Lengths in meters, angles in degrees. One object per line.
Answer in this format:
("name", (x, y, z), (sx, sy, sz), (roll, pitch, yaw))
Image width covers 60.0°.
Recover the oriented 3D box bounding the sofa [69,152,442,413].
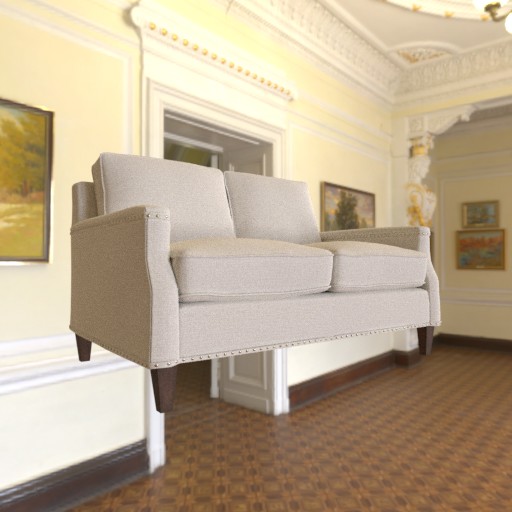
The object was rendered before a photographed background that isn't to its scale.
("sofa", (0.000, 0.000, 2.219), (1.597, 1.003, 1.084), (1, -1, -37))
